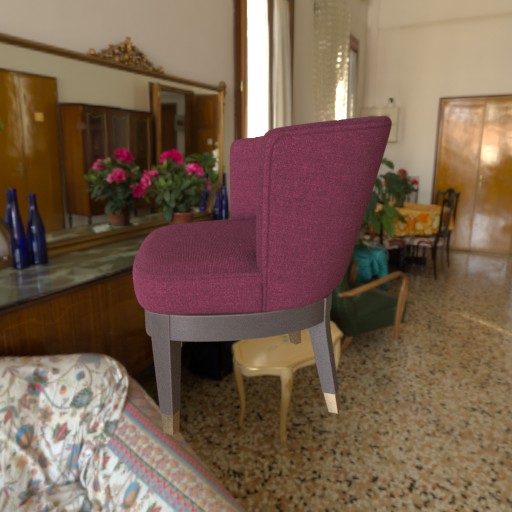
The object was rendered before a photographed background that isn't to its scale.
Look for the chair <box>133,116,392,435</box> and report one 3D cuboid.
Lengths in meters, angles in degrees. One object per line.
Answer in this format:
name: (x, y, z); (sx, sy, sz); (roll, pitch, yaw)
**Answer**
chair: (0.000, 0.000, 1.279); (0.660, 0.760, 0.700); (-2, 13, -8)
